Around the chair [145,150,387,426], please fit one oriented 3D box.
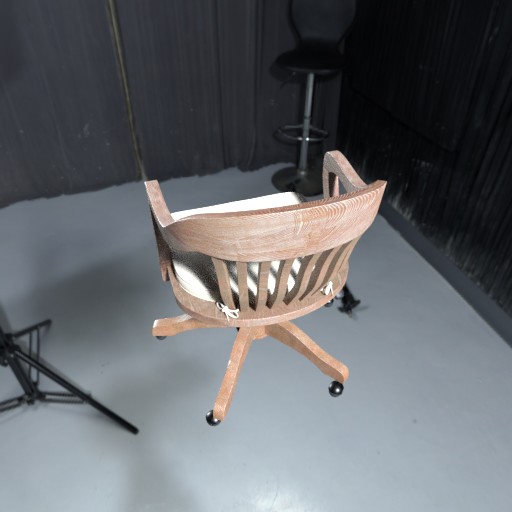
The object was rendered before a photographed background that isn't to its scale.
[{"bbox_3d":[0.000,0.000,1.451,0.750,0.878,0.788,-12,41,-14],"label":"chair"}]
